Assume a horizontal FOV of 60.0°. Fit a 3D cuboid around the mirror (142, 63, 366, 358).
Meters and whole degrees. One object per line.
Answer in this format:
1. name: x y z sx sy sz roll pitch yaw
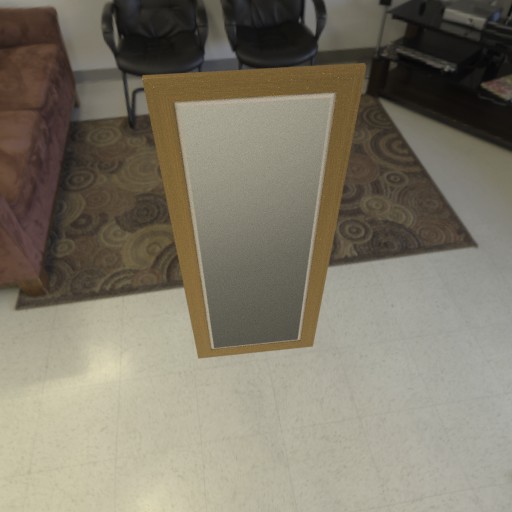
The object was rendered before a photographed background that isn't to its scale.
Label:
1. mirror: 0.000 0.000 2.367 0.812 2.031 0.025 -5 49 -4
